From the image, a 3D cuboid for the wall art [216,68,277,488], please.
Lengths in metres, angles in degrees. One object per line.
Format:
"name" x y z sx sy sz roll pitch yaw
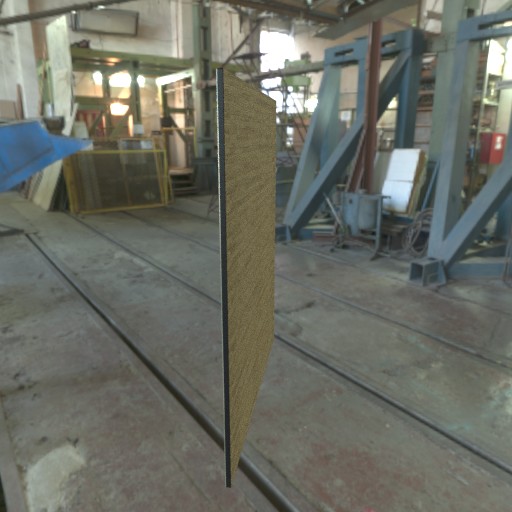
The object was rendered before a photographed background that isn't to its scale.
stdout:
"wall art" 0.000 0.000 0.791 0.009 0.559 0.483 3 15 9
